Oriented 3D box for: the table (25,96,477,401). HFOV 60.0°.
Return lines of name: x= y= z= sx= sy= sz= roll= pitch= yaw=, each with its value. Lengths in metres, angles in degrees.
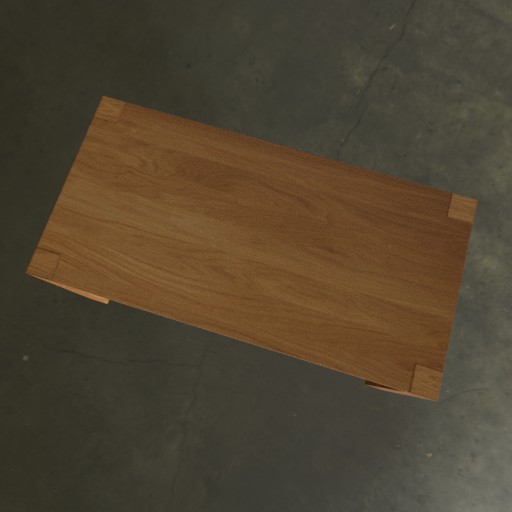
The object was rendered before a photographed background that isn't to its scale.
table: x=0.000 y=0.000 z=2.312 sx=1.800 sy=0.760 sz=0.900 roll=17 pitch=77 yaw=4
